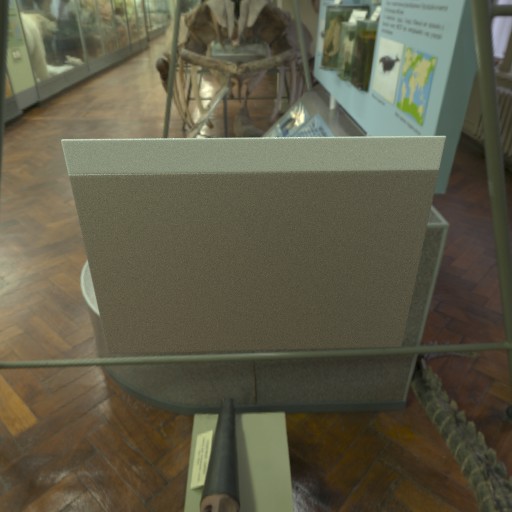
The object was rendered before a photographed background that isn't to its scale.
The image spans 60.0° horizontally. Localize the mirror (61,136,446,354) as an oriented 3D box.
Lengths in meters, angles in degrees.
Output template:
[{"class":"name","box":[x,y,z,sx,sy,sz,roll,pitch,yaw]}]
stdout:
[{"class":"mirror","box":[0.000,0.000,1.170,0.870,0.630,0.030,-1,30,-2]}]
